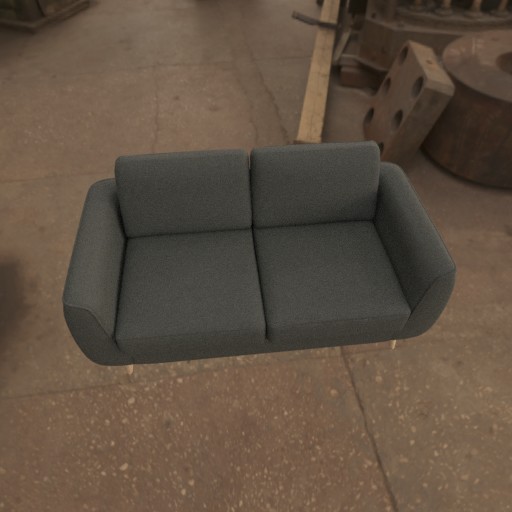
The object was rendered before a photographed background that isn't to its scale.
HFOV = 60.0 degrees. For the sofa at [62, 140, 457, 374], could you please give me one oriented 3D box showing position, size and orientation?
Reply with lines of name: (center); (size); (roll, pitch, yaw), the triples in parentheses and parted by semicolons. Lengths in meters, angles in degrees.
sofa: (0.000, 0.000, 2.261); (1.700, 0.850, 0.920); (-4, 46, -4)
